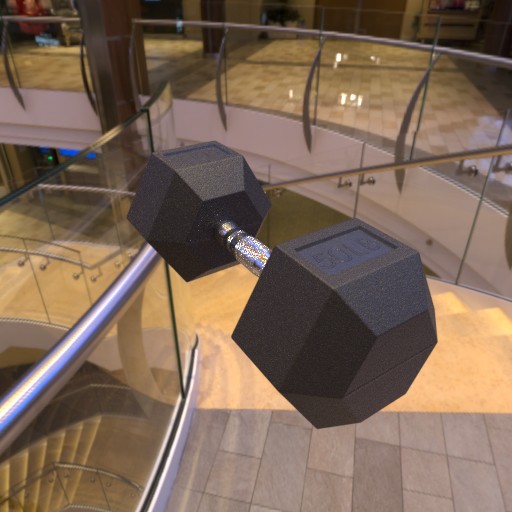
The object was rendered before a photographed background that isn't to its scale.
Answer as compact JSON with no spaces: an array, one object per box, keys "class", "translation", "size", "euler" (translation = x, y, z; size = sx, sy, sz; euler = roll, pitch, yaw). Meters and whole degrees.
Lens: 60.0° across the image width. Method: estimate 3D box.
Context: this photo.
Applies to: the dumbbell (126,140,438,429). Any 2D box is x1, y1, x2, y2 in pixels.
[{"class":"dumbbell","translation":[0.000,0.000,0.474],"size":[0.173,0.150,0.384],"euler":[-19,37,-27]}]
